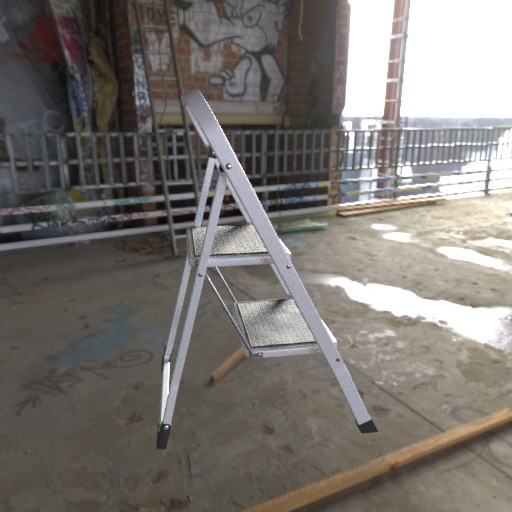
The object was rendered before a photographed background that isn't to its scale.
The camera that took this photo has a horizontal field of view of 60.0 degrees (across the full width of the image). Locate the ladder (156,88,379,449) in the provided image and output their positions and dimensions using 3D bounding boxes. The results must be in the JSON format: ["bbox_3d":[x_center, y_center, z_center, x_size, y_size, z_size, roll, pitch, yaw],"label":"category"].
[{"bbox_3d":[0.000,0.000,1.159,0.544,0.810,0.460,-3,18,-9],"label":"ladder"}]
